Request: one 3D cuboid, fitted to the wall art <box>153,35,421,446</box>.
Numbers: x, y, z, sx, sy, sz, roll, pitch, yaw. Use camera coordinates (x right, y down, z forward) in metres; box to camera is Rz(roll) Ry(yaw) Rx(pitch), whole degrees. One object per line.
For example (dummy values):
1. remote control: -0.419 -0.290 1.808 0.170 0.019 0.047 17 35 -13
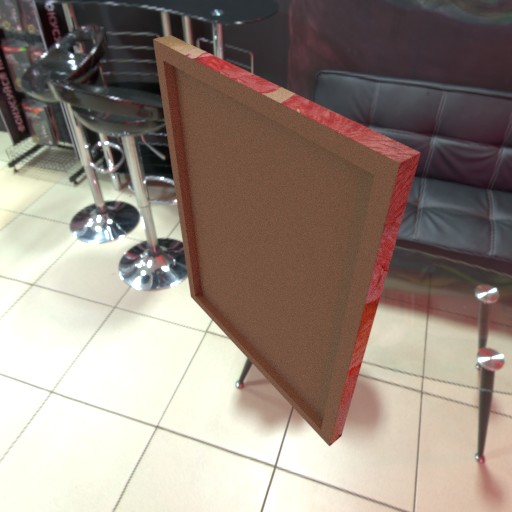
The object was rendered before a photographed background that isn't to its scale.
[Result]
1. wall art: 0.000 0.000 0.650 0.028 0.508 0.406 -28 49 -27
